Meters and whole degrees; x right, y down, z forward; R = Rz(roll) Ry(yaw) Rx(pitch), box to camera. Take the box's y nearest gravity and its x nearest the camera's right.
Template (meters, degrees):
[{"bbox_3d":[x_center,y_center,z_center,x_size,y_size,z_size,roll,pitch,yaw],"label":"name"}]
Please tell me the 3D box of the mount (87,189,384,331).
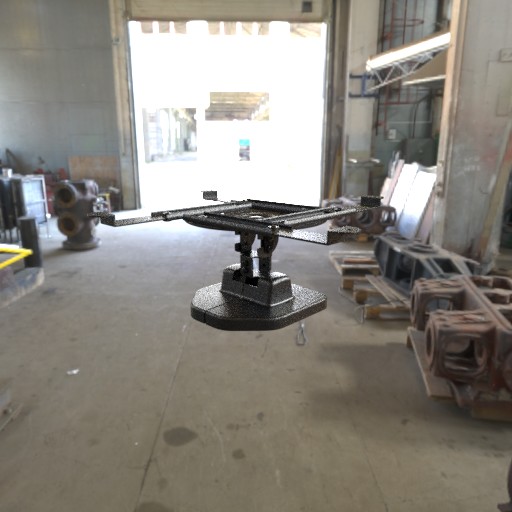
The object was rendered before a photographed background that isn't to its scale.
[{"bbox_3d":[0.000,0.000,0.602,0.394,0.141,0.394,13,19,42],"label":"mount"}]
